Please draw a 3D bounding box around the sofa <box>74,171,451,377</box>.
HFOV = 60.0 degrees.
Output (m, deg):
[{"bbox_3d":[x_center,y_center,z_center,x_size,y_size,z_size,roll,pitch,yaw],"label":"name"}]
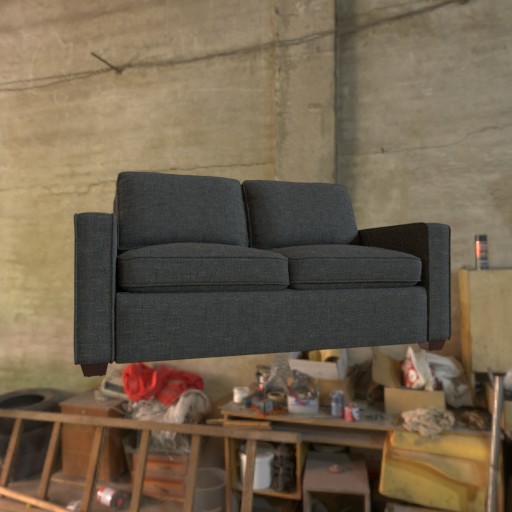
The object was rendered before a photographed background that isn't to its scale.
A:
[{"bbox_3d":[0.000,0.000,2.301,1.709,0.918,0.947,0,0,-18],"label":"sofa"}]
